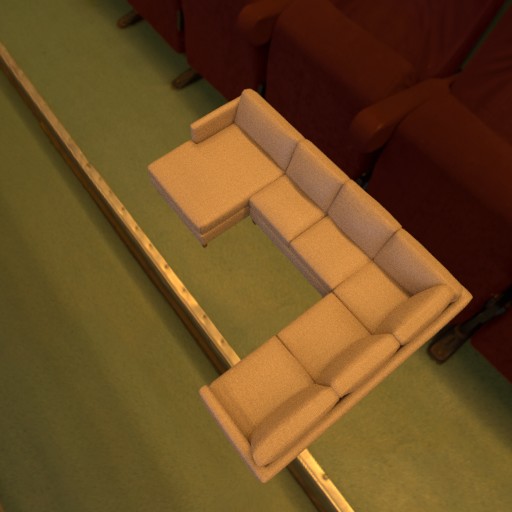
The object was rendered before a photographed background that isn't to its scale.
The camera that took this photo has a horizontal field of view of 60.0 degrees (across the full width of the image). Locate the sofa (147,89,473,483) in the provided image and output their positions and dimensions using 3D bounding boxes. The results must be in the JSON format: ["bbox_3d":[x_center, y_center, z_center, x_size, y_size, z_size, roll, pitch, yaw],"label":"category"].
[{"bbox_3d":[0.000,0.000,4.657,2.594,0.961,3.460,-35,69,-16],"label":"sofa"}]
